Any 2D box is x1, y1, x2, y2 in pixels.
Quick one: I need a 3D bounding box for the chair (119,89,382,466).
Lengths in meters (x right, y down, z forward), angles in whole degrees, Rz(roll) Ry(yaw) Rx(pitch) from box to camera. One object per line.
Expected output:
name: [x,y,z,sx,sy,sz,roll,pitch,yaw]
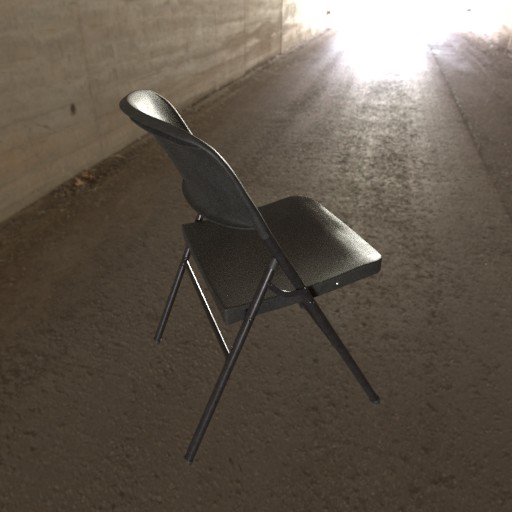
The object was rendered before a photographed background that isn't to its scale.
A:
chair: [0.000,0.000,1.150,0.566,0.810,0.494,-11,32,-17]
